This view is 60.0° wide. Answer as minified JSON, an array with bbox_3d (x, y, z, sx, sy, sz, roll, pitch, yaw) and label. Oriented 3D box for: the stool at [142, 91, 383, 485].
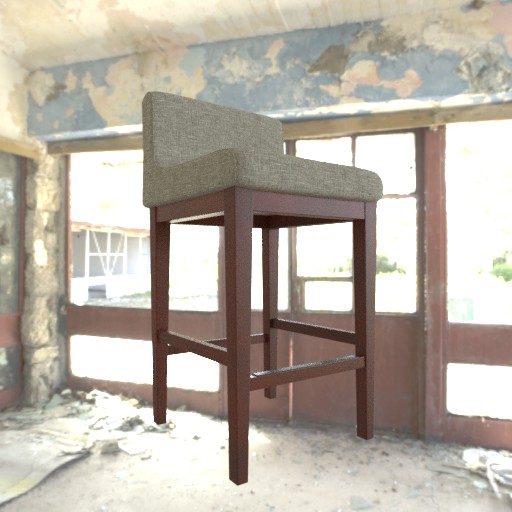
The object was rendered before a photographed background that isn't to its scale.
[{"bbox_3d":[0.000,0.000,1.076,0.417,0.835,0.459,0,-1,-35],"label":"stool"}]
